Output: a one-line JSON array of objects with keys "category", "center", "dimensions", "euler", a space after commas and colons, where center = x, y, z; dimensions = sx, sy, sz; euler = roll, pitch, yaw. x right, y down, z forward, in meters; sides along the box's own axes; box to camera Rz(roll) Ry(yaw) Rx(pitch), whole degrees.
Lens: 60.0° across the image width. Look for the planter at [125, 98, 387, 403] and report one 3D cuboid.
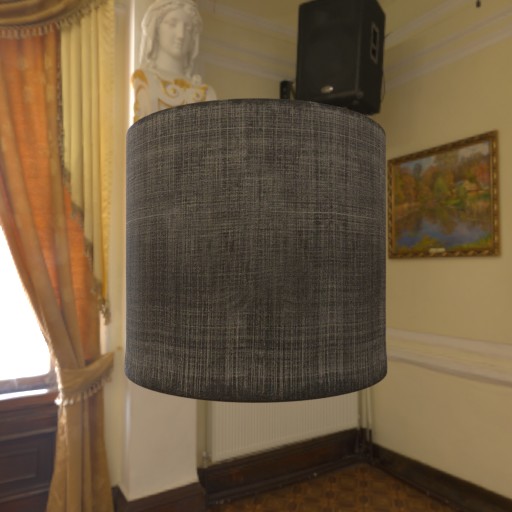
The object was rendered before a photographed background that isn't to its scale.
[{"category": "planter", "center": [0.000, 0.000, 0.314], "dimensions": [0.178, 0.157, 0.178], "euler": [0, -2, 0]}]
